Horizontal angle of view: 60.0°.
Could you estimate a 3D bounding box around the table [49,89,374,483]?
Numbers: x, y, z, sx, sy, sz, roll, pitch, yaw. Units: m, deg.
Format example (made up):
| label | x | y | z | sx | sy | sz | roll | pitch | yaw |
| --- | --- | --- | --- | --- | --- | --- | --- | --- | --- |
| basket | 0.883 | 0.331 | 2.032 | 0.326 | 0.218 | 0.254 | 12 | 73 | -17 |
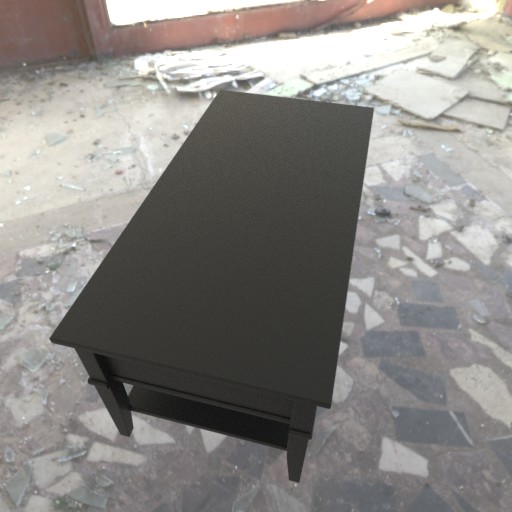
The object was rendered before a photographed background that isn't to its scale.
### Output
| label | x | y | z | sx | sy | sz | roll | pitch | yaw |
| --- | --- | --- | --- | --- | --- | --- | --- | --- | --- |
| table | 0.000 | 0.000 | 1.294 | 0.523 | 0.470 | 1.044 | 10 | 47 | 10 |
